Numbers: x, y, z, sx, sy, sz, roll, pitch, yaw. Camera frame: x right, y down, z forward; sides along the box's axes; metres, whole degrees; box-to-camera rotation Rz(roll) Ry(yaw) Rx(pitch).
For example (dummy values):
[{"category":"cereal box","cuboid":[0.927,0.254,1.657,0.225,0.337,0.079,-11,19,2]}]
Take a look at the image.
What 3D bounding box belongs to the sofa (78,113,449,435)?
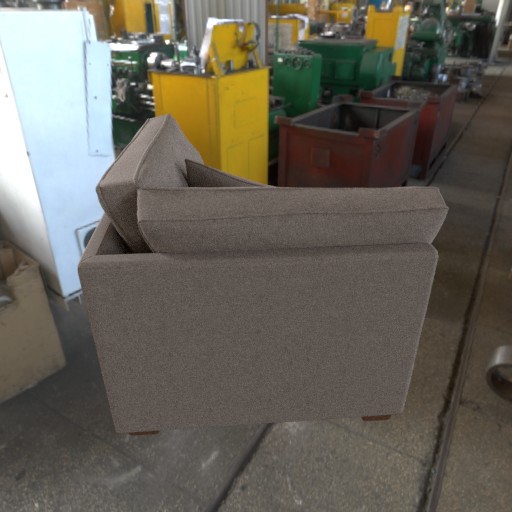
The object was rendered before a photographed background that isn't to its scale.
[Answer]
[{"category":"sofa","cuboid":[0.000,0.000,1.815,1.050,0.951,1.042,-2,30,-3]}]
